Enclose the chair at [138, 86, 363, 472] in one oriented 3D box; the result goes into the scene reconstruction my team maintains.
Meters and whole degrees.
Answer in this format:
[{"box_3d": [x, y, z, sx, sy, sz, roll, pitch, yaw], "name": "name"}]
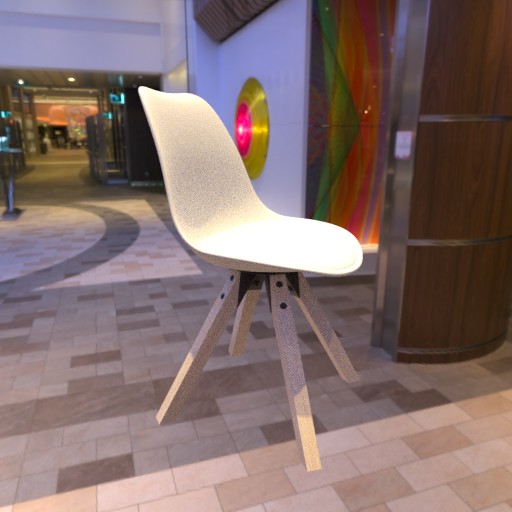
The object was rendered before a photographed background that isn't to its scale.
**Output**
[{"box_3d": [0.000, 0.000, 1.180, 0.550, 0.850, 0.485, 7, 17, 24], "name": "chair"}]
